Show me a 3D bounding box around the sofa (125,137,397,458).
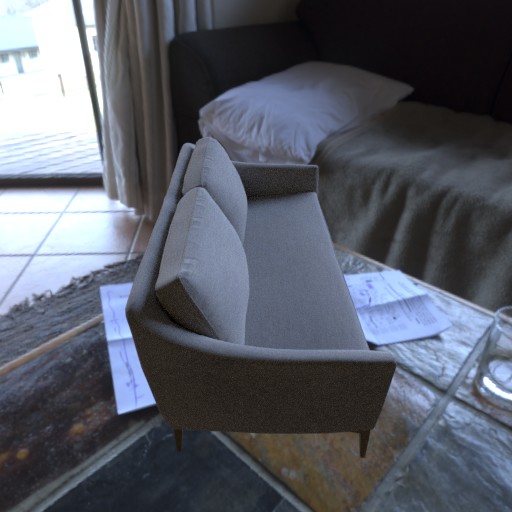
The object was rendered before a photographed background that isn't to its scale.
[{"bbox_3d":[0.000,0.000,2.522,0.980,0.913,2.036,-1,32,-1],"label":"sofa"}]
